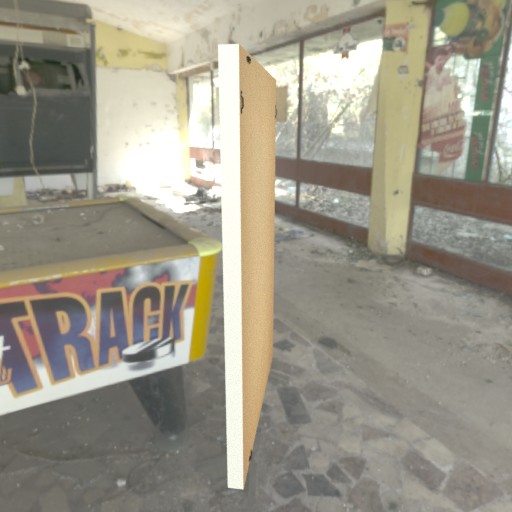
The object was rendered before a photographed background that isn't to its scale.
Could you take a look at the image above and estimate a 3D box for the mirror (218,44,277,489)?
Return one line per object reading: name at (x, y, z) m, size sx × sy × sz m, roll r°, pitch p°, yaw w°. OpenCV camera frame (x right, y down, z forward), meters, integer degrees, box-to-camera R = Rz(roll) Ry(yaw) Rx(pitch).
mirror at (0.000, 0.000, 1.157) m, size 0.041 × 0.914 × 0.609 m, roll 2°, pitch 17°, yaw 8°
